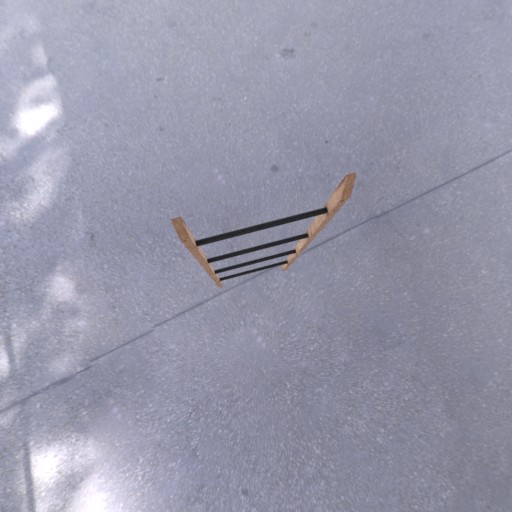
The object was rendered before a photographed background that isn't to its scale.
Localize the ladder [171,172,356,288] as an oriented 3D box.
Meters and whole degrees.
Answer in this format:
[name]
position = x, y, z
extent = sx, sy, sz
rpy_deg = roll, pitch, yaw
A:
[ladder]
position = 0.000, 0.000, 1.903
extent = 0.442, 1.805, 0.200
rpy_deg = -15, 77, -3
